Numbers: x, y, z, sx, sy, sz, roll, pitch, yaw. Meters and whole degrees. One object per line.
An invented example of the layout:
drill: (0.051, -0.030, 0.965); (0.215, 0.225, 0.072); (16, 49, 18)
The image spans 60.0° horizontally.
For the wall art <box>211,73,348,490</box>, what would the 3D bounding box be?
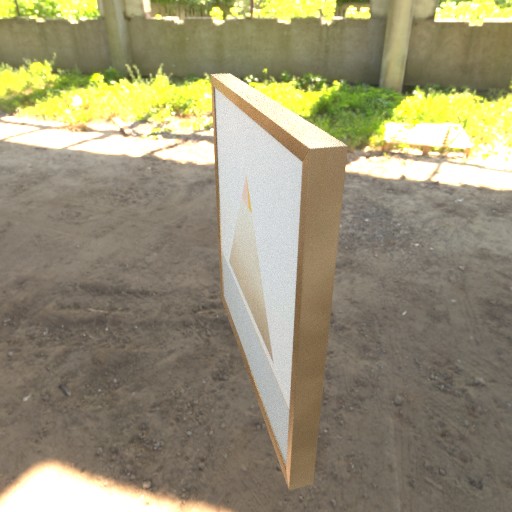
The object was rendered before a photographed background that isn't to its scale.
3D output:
wall art: (0.000, 0.000, 0.749); (0.038, 0.511, 0.513); (-8, 30, -13)
